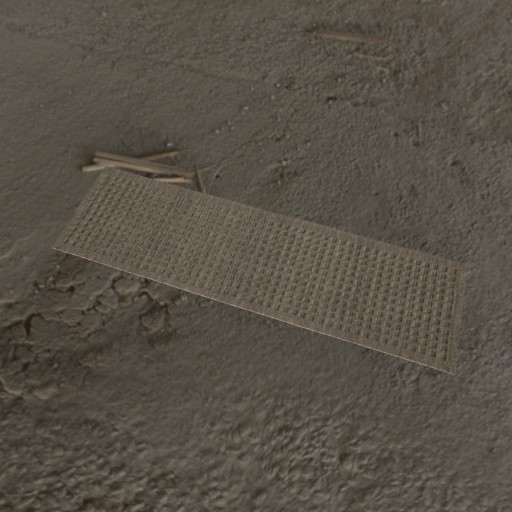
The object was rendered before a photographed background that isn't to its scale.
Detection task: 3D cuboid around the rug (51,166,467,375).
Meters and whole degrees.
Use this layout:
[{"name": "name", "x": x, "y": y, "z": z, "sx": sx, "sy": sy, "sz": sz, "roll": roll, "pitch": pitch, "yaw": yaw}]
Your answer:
[{"name": "rug", "x": 0.000, "y": 0.000, "z": 2.699, "sx": 2.443, "sy": 0.009, "sz": 0.706, "roll": 16, "pitch": 60, "yaw": 10}]
